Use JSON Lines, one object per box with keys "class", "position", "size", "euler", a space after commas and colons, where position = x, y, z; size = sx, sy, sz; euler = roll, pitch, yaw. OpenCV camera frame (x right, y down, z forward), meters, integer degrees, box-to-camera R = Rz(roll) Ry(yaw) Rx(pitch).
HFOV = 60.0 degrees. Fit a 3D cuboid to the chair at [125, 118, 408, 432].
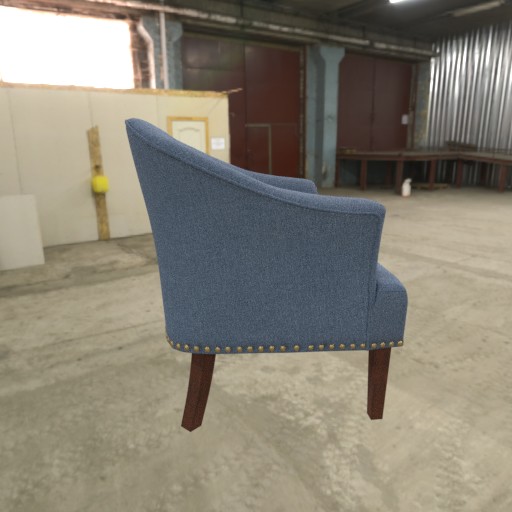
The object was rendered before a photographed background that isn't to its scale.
{"class": "chair", "position": [0.000, 0.000, 1.391], "size": [0.704, 0.815, 0.772], "euler": [-2, 14, -6]}
